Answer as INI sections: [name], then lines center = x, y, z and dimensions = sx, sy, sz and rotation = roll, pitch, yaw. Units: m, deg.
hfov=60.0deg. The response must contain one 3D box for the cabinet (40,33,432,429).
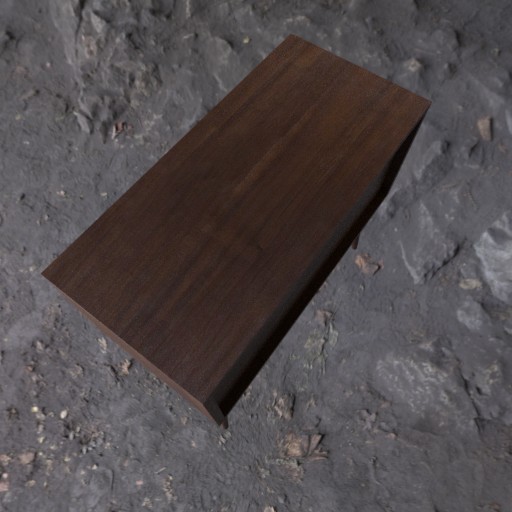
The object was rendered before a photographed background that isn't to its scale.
[cabinet]
center = 0.000, 0.000, 1.121
dimensions = 0.354, 0.654, 0.743
rotation = 34, 68, 15
